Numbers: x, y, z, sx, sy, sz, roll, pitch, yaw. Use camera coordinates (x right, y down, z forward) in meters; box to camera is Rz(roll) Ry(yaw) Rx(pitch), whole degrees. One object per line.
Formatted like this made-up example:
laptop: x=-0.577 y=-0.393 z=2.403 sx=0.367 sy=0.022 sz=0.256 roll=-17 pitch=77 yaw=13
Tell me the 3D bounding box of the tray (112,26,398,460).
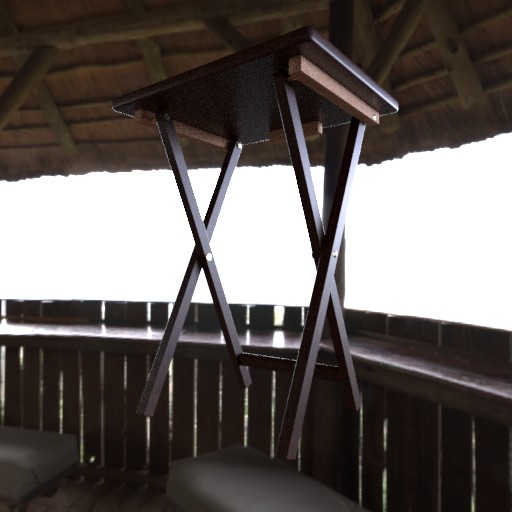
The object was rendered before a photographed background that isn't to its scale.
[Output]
tray: x=0.000 y=0.000 z=0.932 sx=0.483 sy=0.660 sz=0.381 roll=-1 pitch=-2 yaw=37
